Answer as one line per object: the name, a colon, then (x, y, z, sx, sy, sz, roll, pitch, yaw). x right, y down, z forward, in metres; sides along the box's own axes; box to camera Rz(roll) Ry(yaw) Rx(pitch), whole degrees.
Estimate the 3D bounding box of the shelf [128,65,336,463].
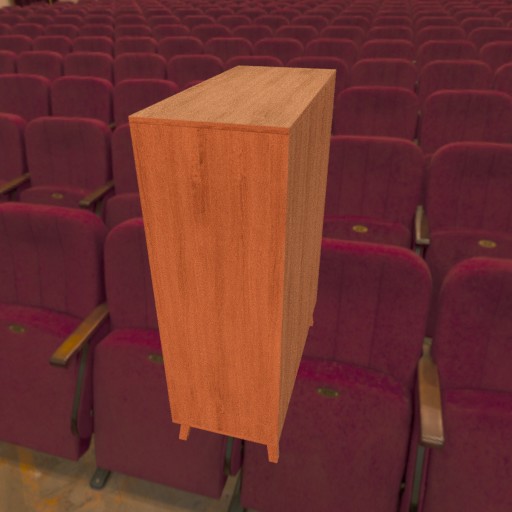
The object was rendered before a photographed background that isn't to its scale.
shelf: (0.000, 0.000, 1.925, 0.450, 1.390, 1.000, 8, 32, 13)
